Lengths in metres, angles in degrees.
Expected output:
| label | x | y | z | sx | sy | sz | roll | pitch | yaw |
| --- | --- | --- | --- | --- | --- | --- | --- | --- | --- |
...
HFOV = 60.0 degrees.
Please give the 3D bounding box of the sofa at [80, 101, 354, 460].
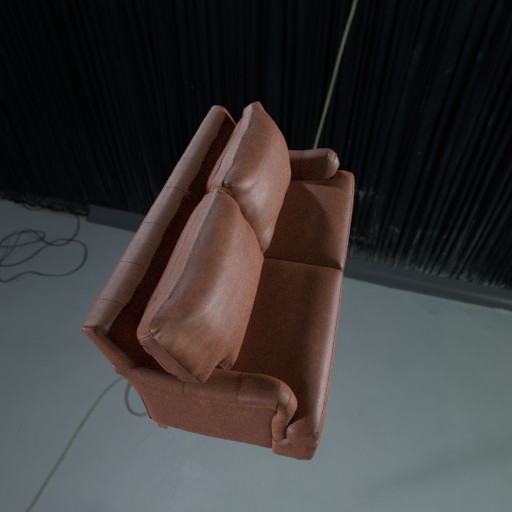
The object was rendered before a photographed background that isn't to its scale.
| label | x | y | z | sx | sy | sz | roll | pitch | yaw |
| --- | --- | --- | --- | --- | --- | --- | --- | --- | --- |
| sofa | 0.000 | 0.000 | 2.861 | 1.147 | 1.071 | 2.144 | 10 | 48 | 9 |
